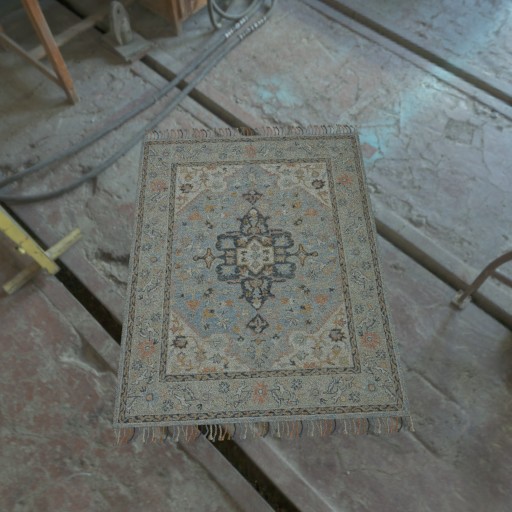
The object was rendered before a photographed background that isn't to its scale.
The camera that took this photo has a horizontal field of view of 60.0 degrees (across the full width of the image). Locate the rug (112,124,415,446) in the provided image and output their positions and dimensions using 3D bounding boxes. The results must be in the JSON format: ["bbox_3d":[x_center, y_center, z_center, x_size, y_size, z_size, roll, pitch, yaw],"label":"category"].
[{"bbox_3d":[0.000,0.000,4.184,2.379,0.011,3.221,-2,63,-1],"label":"rug"}]
